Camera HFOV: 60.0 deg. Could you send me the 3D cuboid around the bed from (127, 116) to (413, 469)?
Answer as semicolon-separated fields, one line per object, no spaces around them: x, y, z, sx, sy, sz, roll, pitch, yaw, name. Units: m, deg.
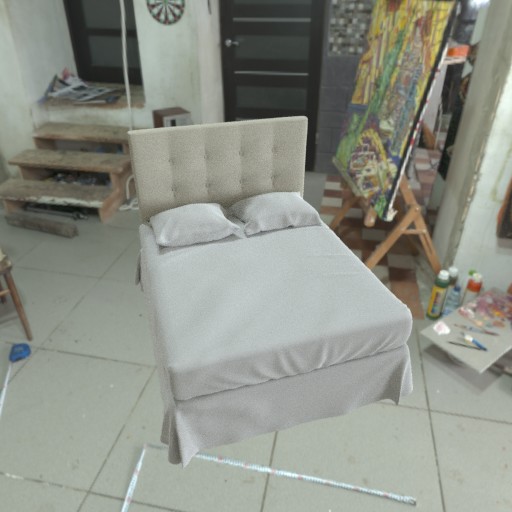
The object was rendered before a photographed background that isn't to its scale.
0.000;0.000;3.515;1.936;1.577;2.222;-10;33;-15;bed
